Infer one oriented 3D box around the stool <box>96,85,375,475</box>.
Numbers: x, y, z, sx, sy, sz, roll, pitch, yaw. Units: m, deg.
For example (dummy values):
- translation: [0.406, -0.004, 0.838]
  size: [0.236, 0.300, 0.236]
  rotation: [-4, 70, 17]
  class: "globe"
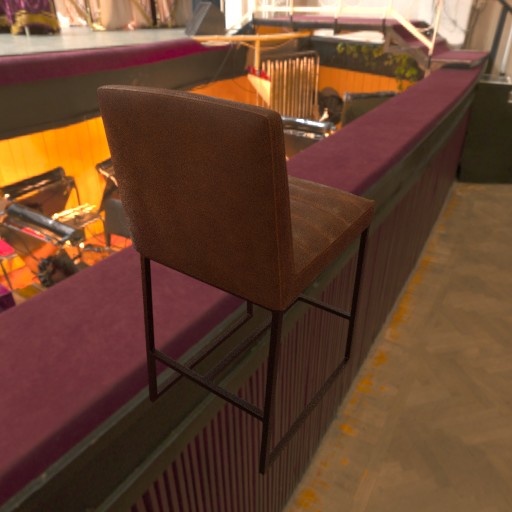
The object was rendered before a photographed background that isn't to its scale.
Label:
- translation: [0.000, 0.000, 1.231]
  size: [0.463, 0.942, 0.562]
  rotation: [20, 36, 30]
  class: "stool"
